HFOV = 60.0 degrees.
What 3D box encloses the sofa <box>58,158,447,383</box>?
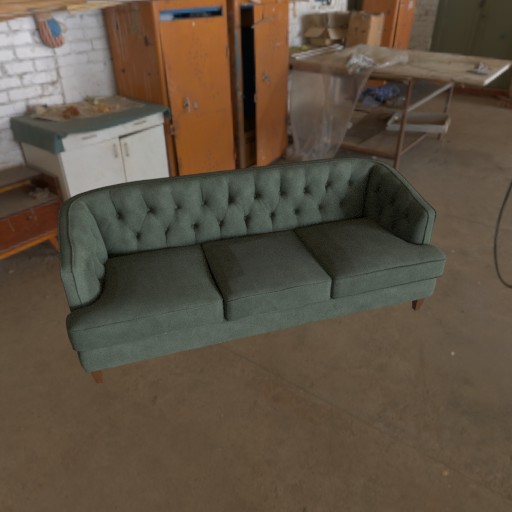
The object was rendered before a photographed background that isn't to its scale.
[{"bbox_3d":[0.000,0.000,2.865,2.278,0.855,0.941,-10,33,-15],"label":"sofa"}]
